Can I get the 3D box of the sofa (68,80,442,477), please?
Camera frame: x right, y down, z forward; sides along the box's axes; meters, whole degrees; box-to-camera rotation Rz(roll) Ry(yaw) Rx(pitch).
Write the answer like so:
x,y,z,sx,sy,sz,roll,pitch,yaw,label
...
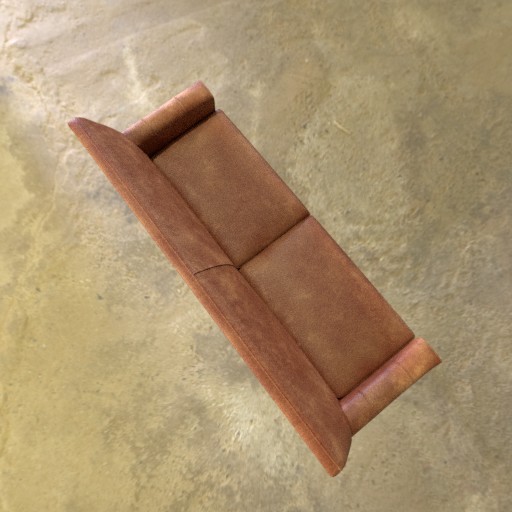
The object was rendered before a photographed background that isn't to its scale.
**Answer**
x,y,z,sx,sy,sz,roll,pitch,yaw,label
0.000,0.000,2.482,0.805,0.947,2.053,-37,78,-9,sofa
